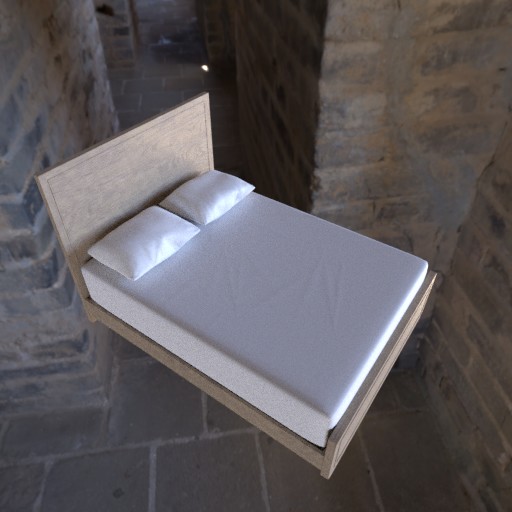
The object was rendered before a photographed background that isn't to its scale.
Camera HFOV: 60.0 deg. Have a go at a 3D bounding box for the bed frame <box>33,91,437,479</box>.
[{"bbox_3d":[0.000,0.000,3.172,2.189,1.369,1.606,25,47,26],"label":"bed frame"}]
